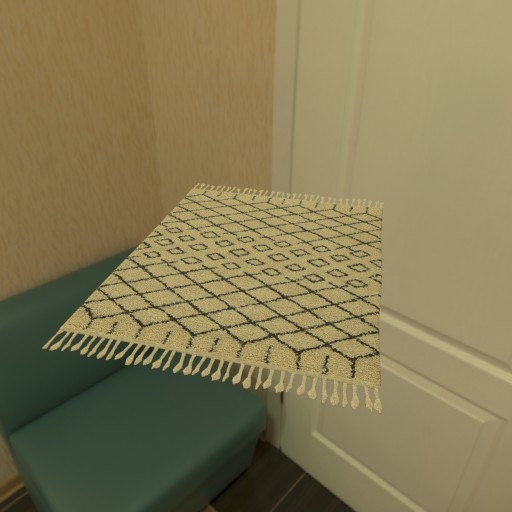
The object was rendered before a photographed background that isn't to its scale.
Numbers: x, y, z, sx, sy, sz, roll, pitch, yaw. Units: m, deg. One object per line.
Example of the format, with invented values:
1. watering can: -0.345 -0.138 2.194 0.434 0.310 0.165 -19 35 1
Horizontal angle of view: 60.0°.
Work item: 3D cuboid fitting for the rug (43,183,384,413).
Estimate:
1. rug: 0.000 0.000 4.277 2.388 0.030 3.213 7 32 12
